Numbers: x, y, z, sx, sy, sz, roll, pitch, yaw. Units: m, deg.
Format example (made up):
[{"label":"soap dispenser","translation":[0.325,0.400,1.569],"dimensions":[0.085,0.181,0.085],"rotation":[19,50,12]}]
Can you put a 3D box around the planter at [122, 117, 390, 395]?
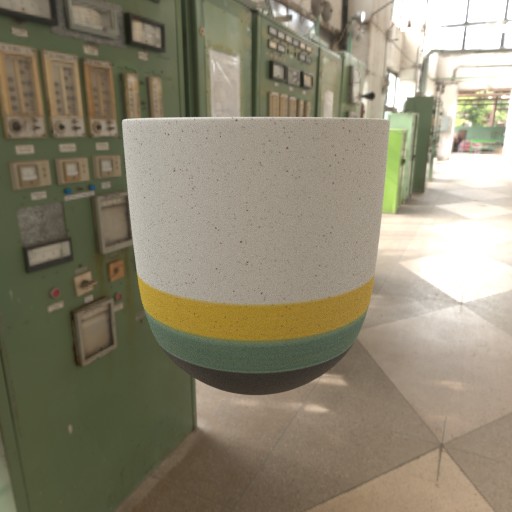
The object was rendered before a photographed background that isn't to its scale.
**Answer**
[{"label":"planter","translation":[0.000,0.000,0.365],"dimensions":[0.195,0.214,0.195],"rotation":[0,16,0]}]
